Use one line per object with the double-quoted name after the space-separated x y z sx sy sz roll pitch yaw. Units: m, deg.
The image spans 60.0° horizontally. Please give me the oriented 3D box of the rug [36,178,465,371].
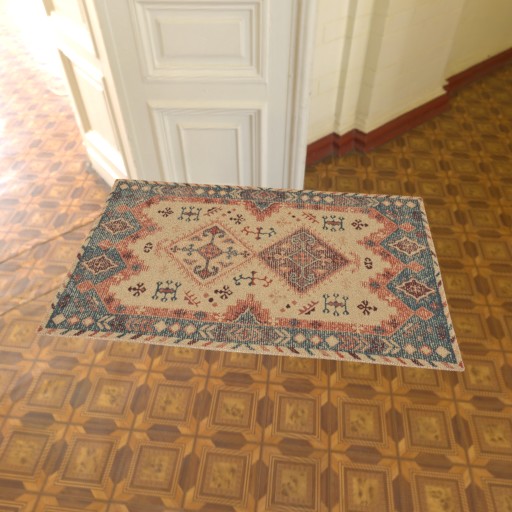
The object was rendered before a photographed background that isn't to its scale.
0.000 0.000 3.040 2.464 0.023 1.521 4 47 4 "rug"
